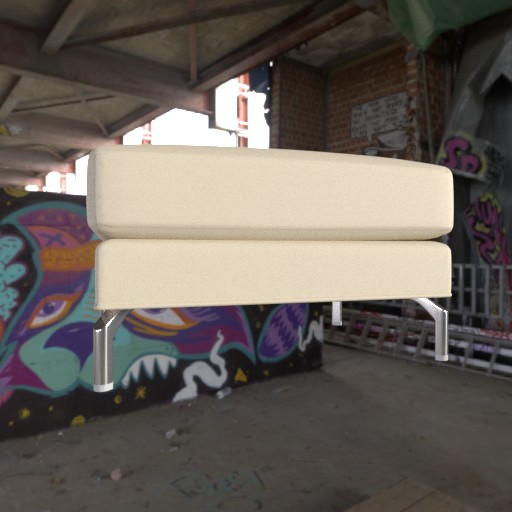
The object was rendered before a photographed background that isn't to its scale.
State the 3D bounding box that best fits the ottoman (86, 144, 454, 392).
[{"bbox_3d":[0.000,0.000,1.202,0.835,0.497,0.581,0,1,-18],"label":"ottoman"}]
